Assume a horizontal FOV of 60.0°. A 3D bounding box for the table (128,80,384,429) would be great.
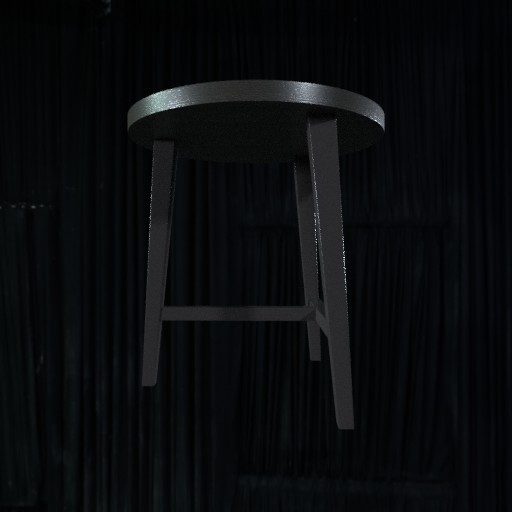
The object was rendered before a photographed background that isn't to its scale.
[{"bbox_3d":[0.000,0.000,0.906,0.500,0.531,0.500,0,1,0],"label":"table"}]
